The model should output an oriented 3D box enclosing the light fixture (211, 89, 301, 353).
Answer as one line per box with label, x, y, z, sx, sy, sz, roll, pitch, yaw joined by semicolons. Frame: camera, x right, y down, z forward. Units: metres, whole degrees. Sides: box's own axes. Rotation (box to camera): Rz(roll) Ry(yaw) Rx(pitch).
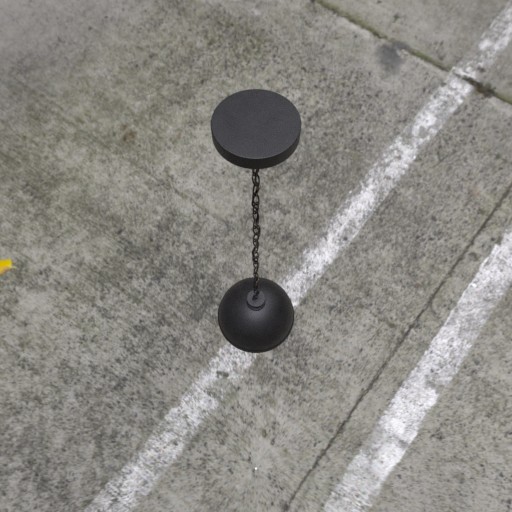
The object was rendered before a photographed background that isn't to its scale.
light fixture;0.000;0.000;1.272;0.304;1.090;0.304;36;70;16
